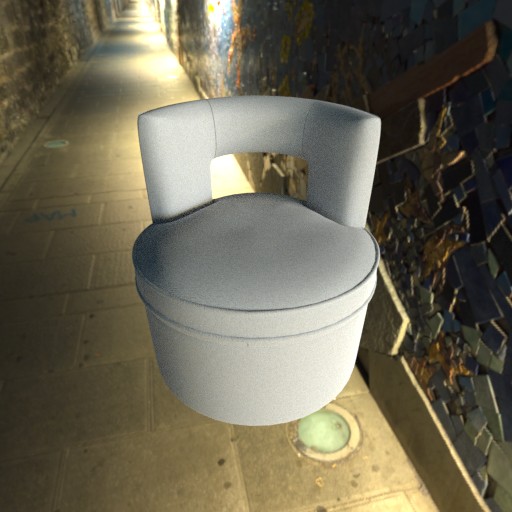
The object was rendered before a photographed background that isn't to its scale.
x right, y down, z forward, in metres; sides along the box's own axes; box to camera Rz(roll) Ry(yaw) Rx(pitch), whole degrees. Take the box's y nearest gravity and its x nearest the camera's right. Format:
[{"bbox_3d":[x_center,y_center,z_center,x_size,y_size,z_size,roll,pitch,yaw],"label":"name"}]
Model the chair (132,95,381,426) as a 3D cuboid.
[{"bbox_3d":[0.000,0.000,1.215,0.650,0.723,0.665,1,31,2],"label":"chair"}]
